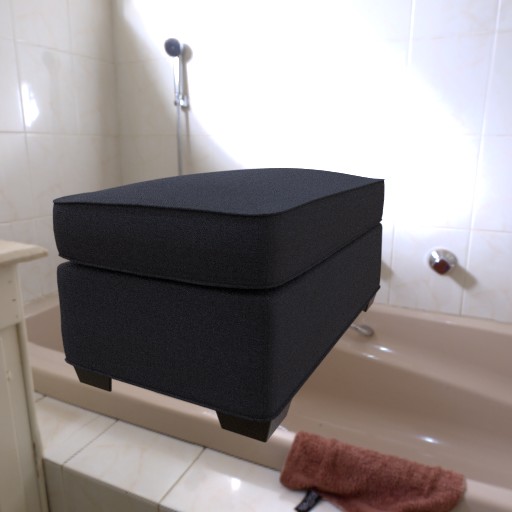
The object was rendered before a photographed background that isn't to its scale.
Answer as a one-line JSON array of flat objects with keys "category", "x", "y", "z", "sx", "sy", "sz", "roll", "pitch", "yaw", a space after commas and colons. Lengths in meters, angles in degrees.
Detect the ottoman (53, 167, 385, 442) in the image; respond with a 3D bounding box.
[{"category": "ottoman", "x": 0.000, "y": 0.000, "z": 1.179, "sx": 0.505, "sy": 0.453, "sz": 0.895, "roll": 7, "pitch": 15, "yaw": 26}]
